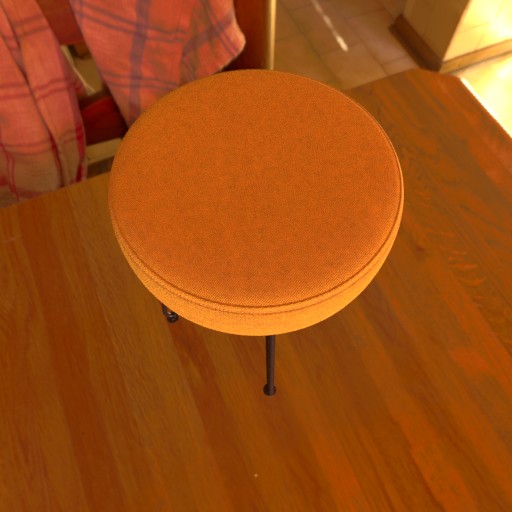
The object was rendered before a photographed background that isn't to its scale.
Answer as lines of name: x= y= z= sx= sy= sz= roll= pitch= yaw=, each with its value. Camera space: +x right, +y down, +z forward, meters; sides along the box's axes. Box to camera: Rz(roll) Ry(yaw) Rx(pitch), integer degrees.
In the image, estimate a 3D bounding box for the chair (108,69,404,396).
chair: x=0.000 y=0.000 z=0.700 sx=0.345 sy=0.455 sz=0.345 roll=33 pitch=68 yaw=15
